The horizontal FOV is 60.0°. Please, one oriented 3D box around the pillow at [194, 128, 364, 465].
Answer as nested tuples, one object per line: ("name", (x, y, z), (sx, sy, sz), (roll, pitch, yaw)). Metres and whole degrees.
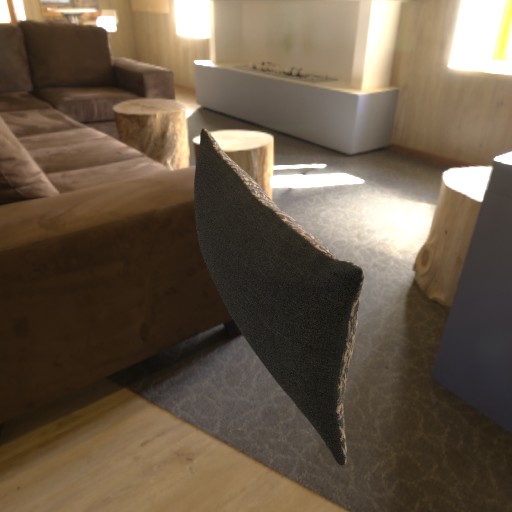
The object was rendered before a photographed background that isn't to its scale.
("pillow", (0.000, 0.000, 0.757), (0.148, 0.292, 0.631), (-11, 32, -18))
